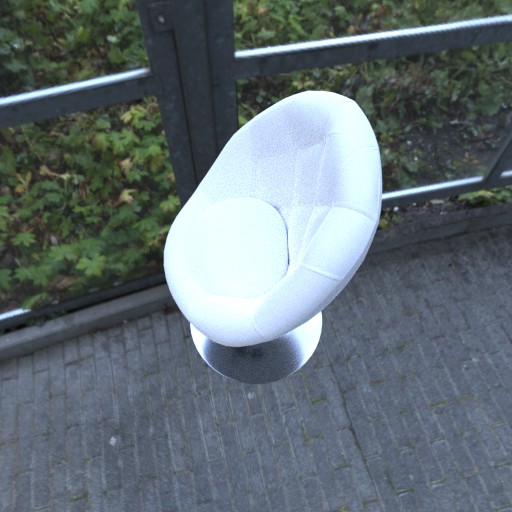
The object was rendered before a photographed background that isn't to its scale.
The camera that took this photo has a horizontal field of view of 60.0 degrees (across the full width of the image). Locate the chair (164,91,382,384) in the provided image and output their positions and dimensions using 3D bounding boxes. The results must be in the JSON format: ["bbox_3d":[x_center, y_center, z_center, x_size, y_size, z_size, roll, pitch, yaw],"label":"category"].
[{"bbox_3d":[0.000,0.000,1.807,0.736,1.261,0.940,0,59,0],"label":"chair"}]
